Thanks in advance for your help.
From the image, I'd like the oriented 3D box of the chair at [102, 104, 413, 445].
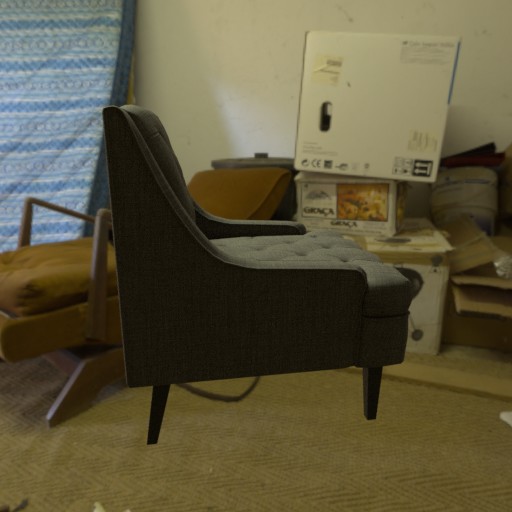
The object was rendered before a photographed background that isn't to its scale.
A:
[{"bbox_3d":[0.000,0.000,1.411,0.771,0.891,0.655,-3,16,-9],"label":"chair"}]
